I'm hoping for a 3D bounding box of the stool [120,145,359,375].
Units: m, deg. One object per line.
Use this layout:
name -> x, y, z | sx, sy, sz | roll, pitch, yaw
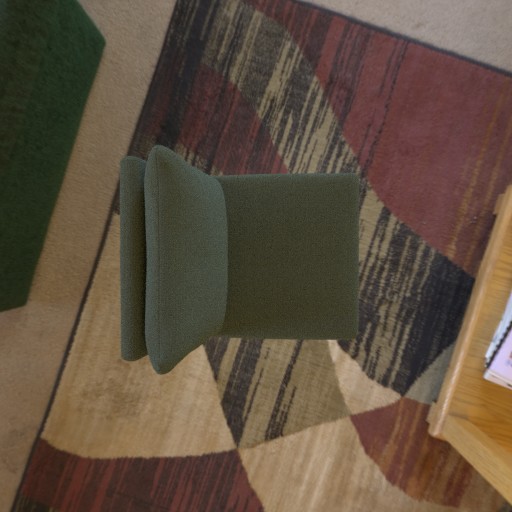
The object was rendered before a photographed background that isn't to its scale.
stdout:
stool -> 0.000, 0.000, 1.356 | 0.568, 1.032, 0.463 | 0, 91, 0
